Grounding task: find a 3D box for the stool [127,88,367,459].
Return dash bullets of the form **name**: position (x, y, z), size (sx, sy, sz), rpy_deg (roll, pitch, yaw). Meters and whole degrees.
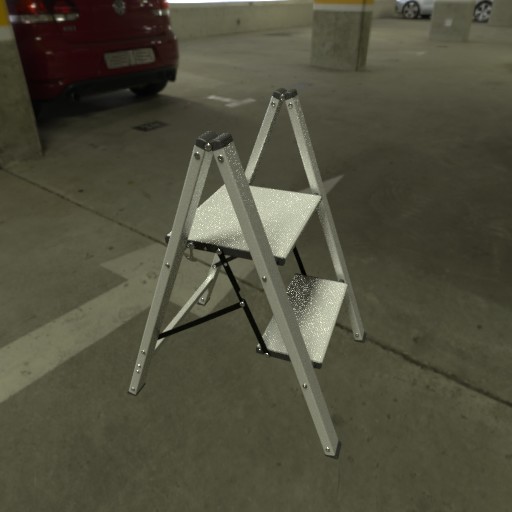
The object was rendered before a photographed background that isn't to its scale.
- **stool**: position (0.000, 0.000, 1.035), size (0.535, 0.670, 0.440), rpy_deg (11, 33, 17)
